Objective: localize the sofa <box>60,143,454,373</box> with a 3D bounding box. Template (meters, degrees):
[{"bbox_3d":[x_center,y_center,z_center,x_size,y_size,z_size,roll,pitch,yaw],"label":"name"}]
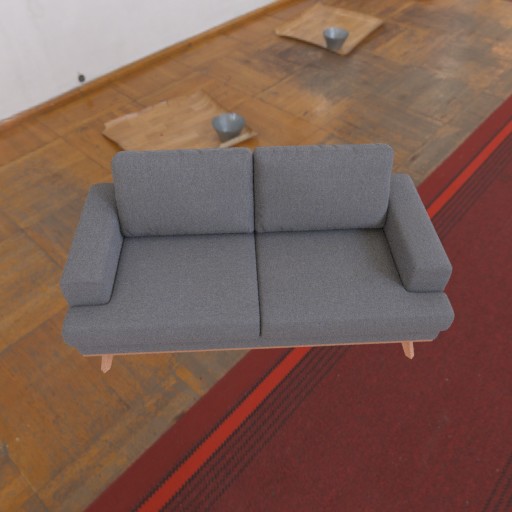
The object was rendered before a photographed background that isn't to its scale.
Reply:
[{"bbox_3d":[0.000,0.000,2.075,1.650,0.810,0.785,-2,48,-2],"label":"sofa"}]
